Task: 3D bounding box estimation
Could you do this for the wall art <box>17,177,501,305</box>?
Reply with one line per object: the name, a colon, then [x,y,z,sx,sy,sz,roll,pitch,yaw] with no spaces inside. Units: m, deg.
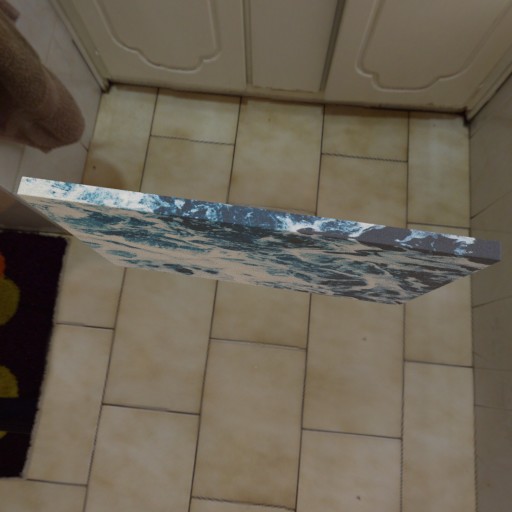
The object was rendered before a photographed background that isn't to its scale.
wall art: [0.000,0.000,1.126,0.915,0.610,0.042,8,76,2]
